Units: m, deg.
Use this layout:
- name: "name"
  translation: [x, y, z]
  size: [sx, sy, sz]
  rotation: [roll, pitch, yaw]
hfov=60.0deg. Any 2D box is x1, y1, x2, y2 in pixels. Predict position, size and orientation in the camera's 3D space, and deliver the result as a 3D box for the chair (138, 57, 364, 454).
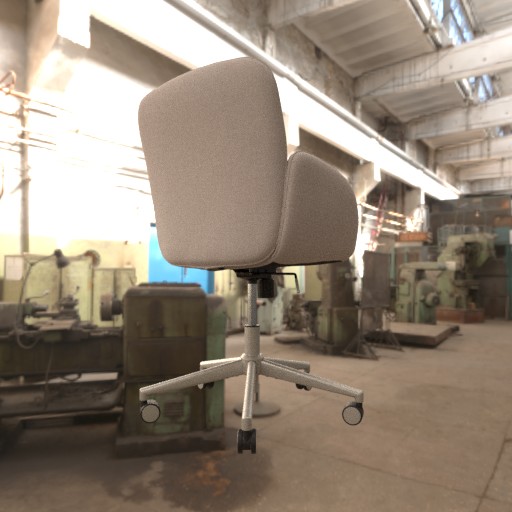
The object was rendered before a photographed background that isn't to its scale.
- name: "chair"
  translation: [0.000, 0.000, 1.394]
  size: [0.648, 0.959, 0.633]
  rotation: [-1, -2, 38]
